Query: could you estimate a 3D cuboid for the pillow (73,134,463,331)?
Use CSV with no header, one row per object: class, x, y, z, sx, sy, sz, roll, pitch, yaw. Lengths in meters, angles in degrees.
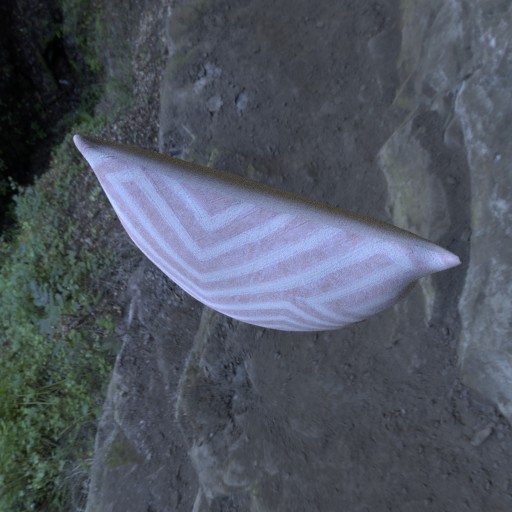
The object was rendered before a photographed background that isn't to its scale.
pillow,0.000,0.000,0.665,0.440,0.441,0.182,18,74,5
